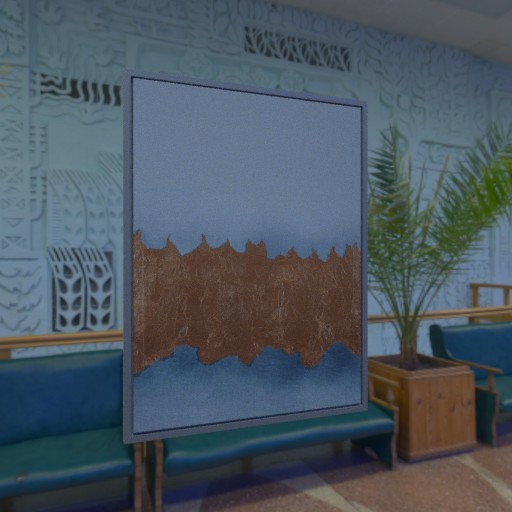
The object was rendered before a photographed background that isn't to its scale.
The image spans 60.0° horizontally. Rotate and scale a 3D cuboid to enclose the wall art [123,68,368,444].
[{"bbox_3d":[0.000,0.000,1.375,0.789,1.042,0.034,0,0,-20],"label":"wall art"}]
